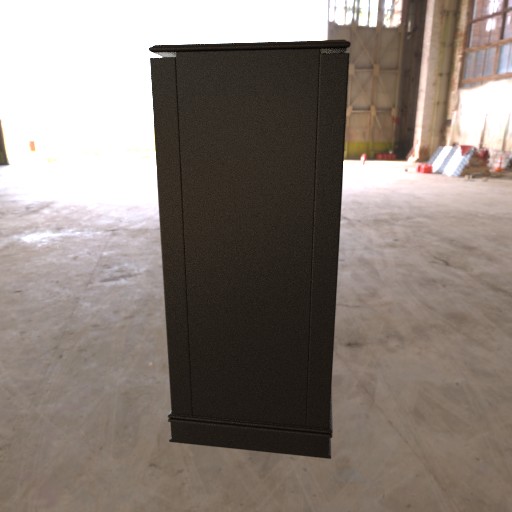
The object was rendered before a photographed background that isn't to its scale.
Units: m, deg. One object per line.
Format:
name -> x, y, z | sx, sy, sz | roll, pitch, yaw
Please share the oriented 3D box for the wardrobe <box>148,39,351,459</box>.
wardrobe -> 0.000, 0.000, 1.197 | 0.444, 1.011, 0.295 | 2, 17, 8
